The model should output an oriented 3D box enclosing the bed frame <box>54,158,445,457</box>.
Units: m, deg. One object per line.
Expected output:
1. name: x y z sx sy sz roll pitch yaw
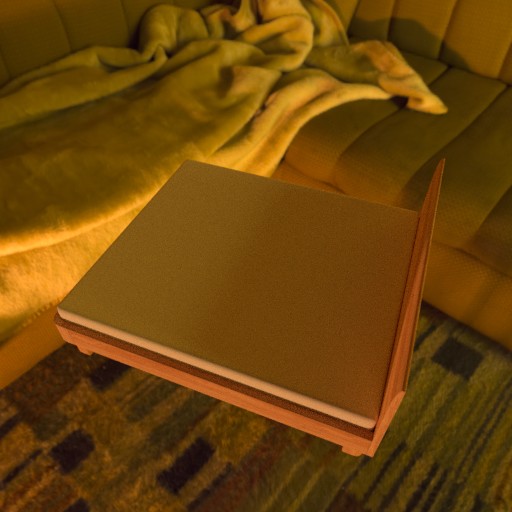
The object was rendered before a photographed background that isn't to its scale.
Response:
1. bed frame: 0.000 0.000 3.077 2.092 0.940 1.872 16 48 15
